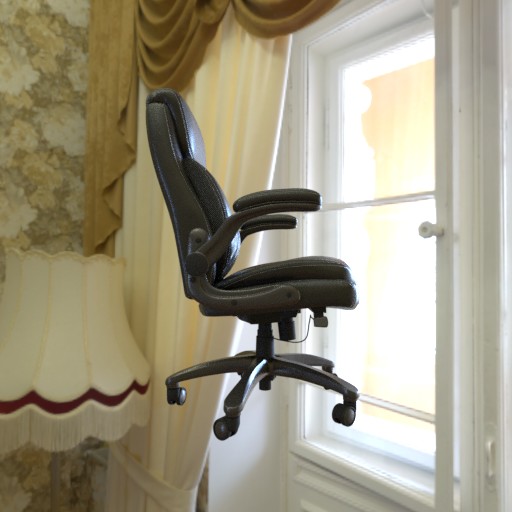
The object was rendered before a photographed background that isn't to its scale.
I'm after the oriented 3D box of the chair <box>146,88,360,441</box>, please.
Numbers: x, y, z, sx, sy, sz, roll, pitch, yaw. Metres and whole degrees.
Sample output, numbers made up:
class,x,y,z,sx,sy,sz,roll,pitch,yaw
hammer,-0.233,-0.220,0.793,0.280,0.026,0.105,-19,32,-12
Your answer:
class,x,y,z,sx,sy,sz,roll,pitch,yaw
chair,0.000,0.000,1.674,0.724,1.110,0.782,0,-1,-1
